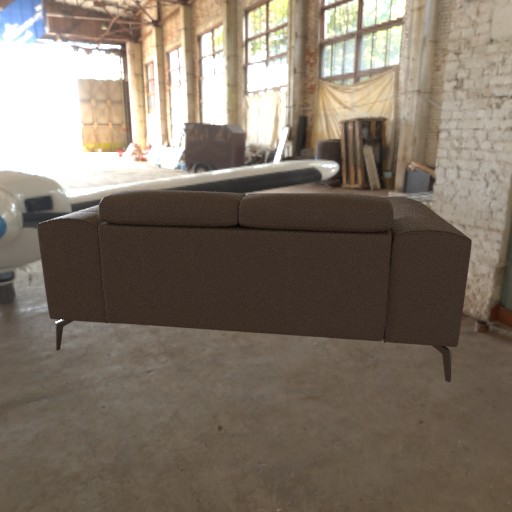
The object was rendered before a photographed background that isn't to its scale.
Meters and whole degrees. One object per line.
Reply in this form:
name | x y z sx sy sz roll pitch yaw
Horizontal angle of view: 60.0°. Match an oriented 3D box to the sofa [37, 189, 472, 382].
sofa | 0.000 0.000 2.393 1.895 0.779 1.003 2 16 9
